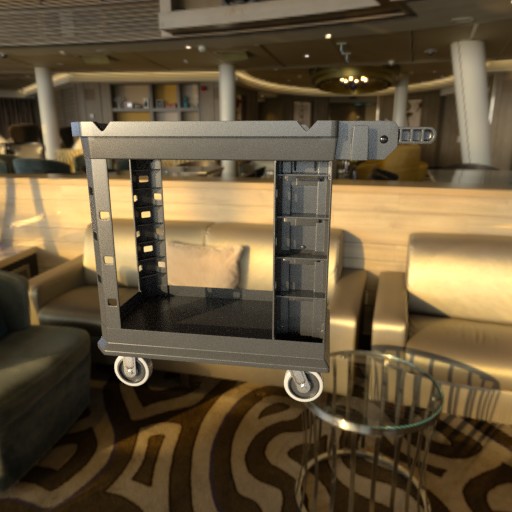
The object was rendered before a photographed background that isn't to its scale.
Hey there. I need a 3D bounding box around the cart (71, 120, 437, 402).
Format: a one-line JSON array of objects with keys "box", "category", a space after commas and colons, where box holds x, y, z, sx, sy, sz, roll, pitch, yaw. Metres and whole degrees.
[{"box": [0.000, 0.000, 1.537, 1.061, 0.884, 0.497, 2, 16, 9], "category": "cart"}]
